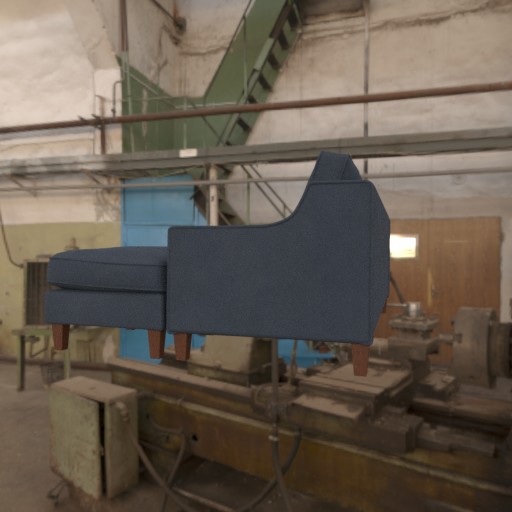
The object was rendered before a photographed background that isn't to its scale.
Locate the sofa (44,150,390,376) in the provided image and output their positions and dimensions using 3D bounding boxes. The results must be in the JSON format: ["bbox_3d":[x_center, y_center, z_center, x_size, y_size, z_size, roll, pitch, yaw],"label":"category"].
[{"bbox_3d":[0.000,0.000,3.318,1.858,1.066,2.317,0,1,19],"label":"sofa"}]
